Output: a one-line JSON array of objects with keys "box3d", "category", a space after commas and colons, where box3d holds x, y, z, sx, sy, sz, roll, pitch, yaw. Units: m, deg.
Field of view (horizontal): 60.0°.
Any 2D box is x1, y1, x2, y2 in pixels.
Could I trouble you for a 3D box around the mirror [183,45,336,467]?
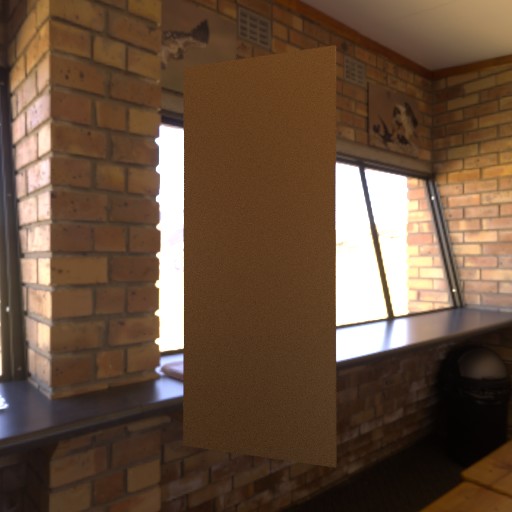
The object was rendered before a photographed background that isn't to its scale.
[{"box3d": [0.000, 0.000, 2.268, 0.812, 2.031, 0.025, 0, 0, 18], "category": "mirror"}]
